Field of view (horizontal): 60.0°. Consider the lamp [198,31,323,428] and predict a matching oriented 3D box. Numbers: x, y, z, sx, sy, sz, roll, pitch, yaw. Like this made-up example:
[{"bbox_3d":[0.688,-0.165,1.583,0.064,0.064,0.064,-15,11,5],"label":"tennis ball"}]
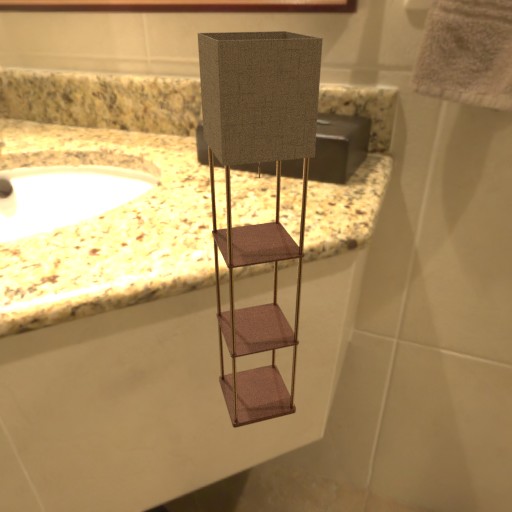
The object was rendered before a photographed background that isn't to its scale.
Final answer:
[{"bbox_3d":[0.000,0.000,1.757,0.308,1.569,0.310,-9,31,-14],"label":"lamp"}]
